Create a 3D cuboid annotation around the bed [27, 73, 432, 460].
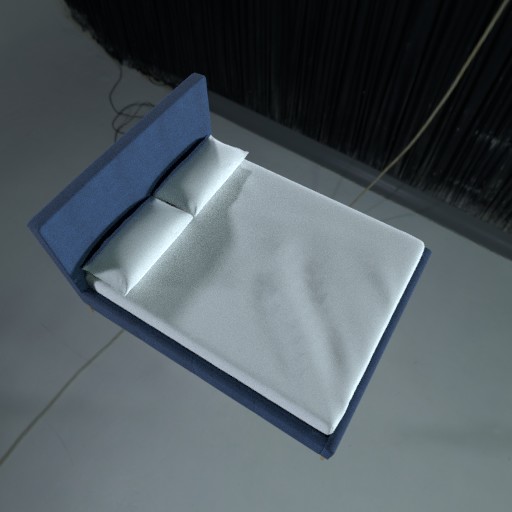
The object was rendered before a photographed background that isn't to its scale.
[{"bbox_3d":[0.000,0.000,3.205,2.172,1.231,1.723,28,62,16],"label":"bed"}]
